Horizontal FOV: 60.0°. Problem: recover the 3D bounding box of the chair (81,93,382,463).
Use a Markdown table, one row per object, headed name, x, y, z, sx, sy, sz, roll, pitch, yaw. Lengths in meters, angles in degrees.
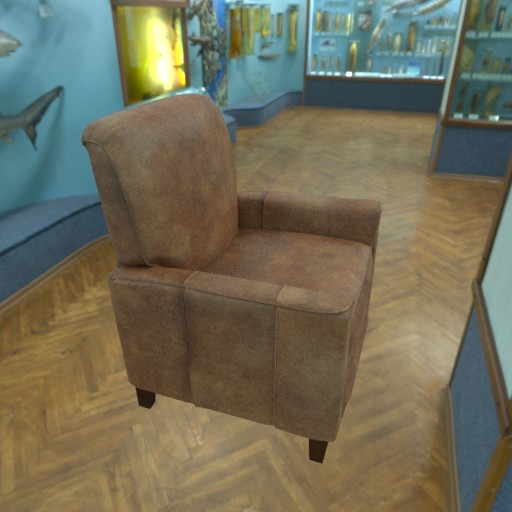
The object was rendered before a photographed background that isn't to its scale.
| name | x | y | z | sx | sy | sz | roll | pitch | yaw |
| --- | --- | --- | --- | --- | --- | --- | --- | --- | --- |
| chair | 0.000 | 0.000 | 1.625 | 0.836 | 1.043 | 0.843 | 10 | 30 | 17 |
